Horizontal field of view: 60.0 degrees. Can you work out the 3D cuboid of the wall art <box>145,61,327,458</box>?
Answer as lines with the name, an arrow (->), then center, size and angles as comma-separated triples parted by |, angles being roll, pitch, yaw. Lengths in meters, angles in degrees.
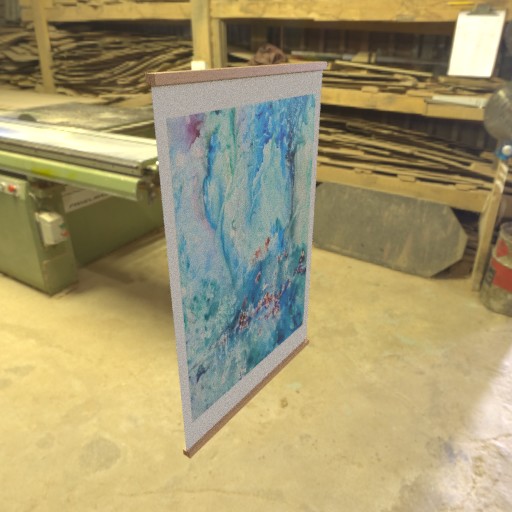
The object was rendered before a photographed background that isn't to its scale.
wall art -> 0.000, 0.000, 1.917 | 0.040, 1.510, 0.991 | 18, 31, 32
